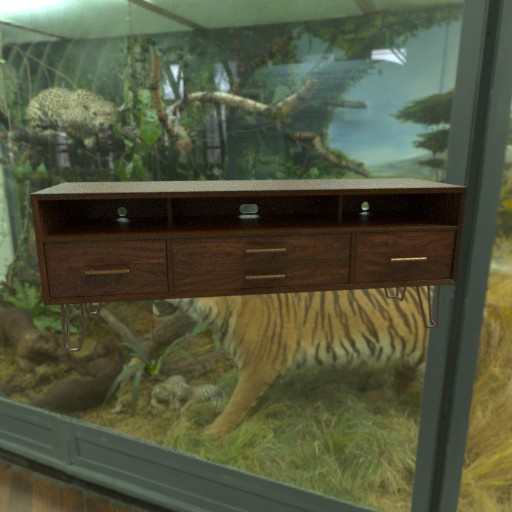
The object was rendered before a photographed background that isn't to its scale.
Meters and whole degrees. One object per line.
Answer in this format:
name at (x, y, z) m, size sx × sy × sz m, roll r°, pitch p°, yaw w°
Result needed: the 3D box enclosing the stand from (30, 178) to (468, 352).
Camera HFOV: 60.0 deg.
stand at (0.000, 0.000, 1.916) m, size 1.626 × 0.610 × 0.481 m, roll -2°, pitch 14°, yaw -9°
